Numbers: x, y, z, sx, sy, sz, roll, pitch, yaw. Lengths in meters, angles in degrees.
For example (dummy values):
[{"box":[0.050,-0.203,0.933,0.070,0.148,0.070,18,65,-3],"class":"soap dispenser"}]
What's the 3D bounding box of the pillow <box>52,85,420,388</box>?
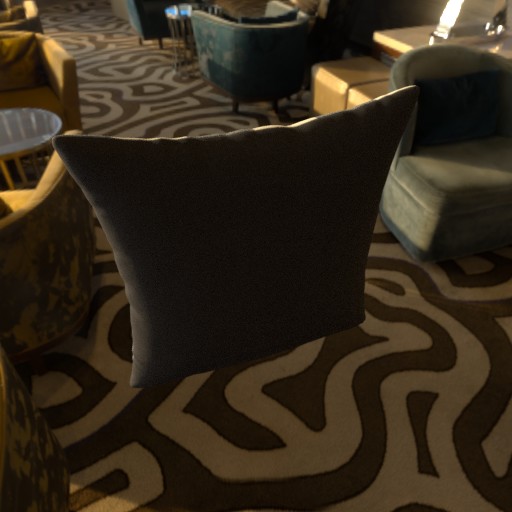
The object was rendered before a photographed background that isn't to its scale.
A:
[{"box":[0.000,0.000,0.748,0.511,0.509,0.161,-13,42,-15],"class":"pillow"}]
